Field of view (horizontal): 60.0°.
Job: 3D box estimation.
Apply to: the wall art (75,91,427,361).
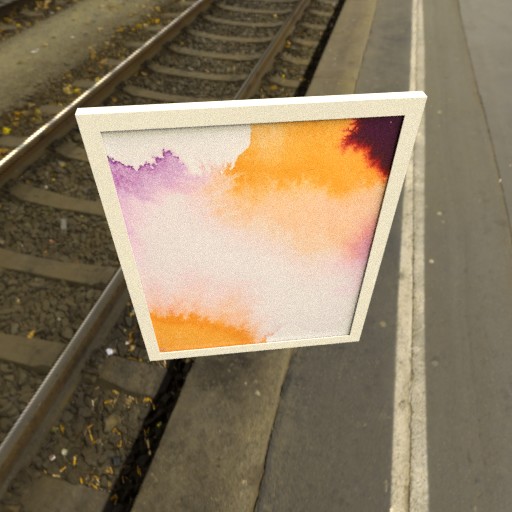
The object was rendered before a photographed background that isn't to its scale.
[{"bbox_3d":[0.000,0.000,1.121,0.661,0.811,0.026,-4,45,-5],"label":"wall art"}]
